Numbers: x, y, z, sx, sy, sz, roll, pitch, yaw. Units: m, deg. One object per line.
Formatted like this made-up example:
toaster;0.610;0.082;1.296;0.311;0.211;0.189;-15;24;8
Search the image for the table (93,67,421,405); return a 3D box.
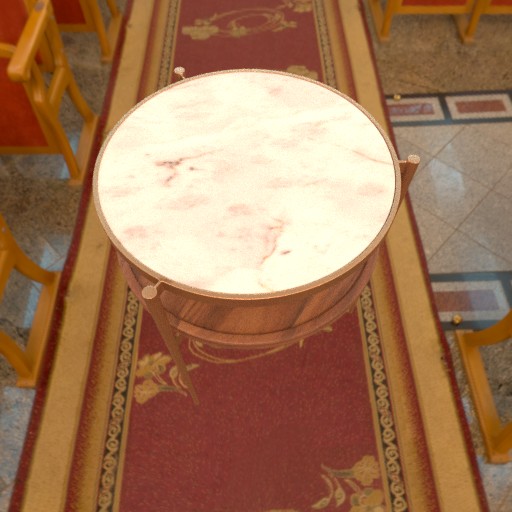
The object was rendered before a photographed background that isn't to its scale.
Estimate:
table;0.000;0.000;0.821;0.456;0.493;0.430;0;57;0
